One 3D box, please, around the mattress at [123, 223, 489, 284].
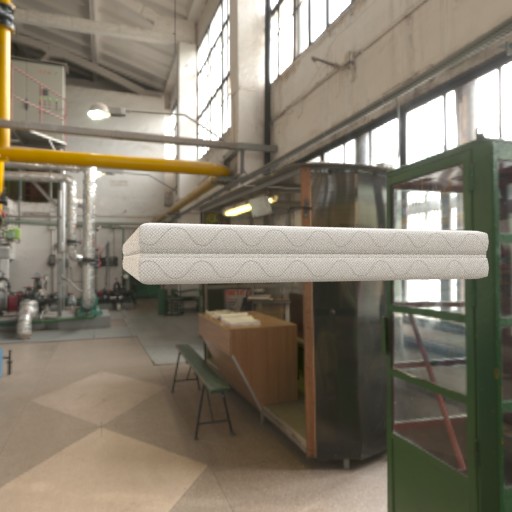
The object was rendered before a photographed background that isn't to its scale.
[{"bbox_3d":[0.000,0.000,2.507,1.400,0.200,1.900,0,0,-18],"label":"mattress"}]
